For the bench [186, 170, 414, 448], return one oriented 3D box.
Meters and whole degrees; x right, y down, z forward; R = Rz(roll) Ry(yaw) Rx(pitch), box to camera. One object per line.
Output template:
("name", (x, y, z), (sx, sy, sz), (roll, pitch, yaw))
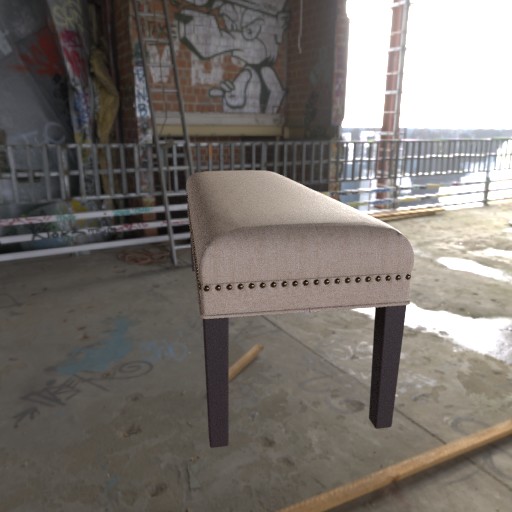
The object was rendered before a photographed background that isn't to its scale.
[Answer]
("bench", (0.000, 0.000, 1.425), (0.410, 0.457, 1.219), (-3, 16, -9))
